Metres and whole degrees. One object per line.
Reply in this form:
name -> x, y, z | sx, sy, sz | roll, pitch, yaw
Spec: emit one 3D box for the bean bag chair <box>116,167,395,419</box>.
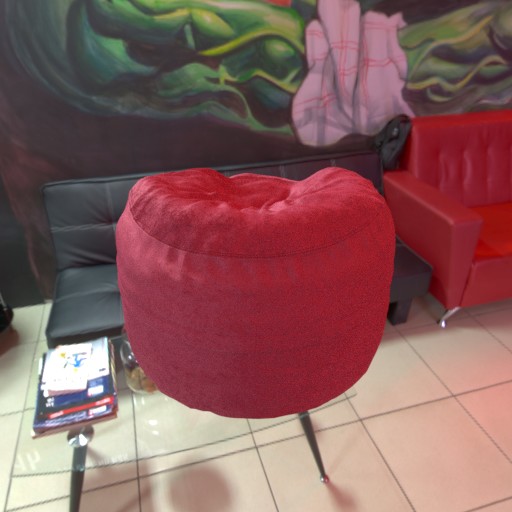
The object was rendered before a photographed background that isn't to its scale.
bean bag chair -> 0.000, 0.000, 2.008 | 1.218, 0.788, 1.218 | 0, 31, 0
